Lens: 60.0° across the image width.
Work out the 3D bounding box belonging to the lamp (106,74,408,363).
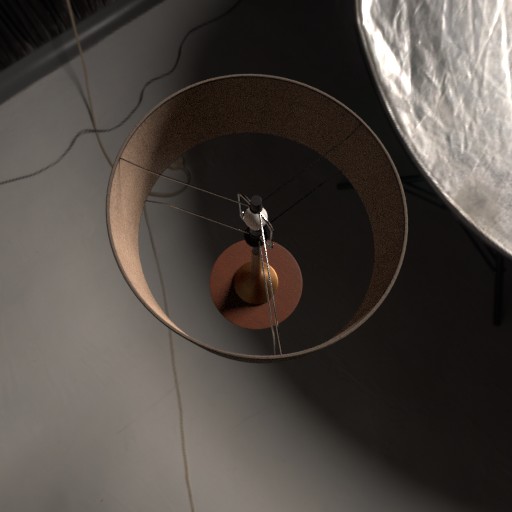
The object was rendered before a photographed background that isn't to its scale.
[{"bbox_3d":[0.000,0.000,0.851,0.396,0.551,0.417,-40,78,-10],"label":"lamp"}]
